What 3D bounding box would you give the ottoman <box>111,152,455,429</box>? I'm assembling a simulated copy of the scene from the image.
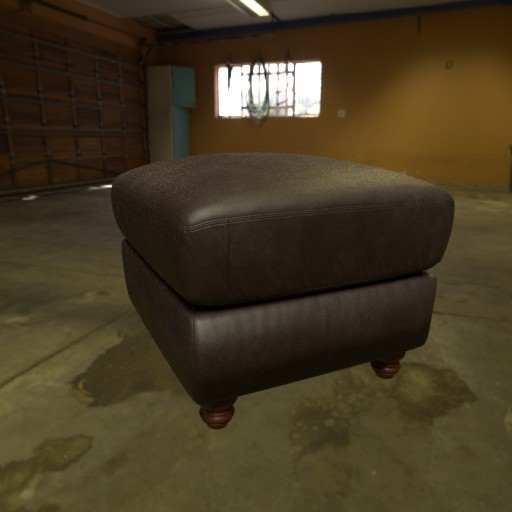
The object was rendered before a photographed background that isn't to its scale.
[{"bbox_3d":[0.000,0.000,1.261,0.670,0.569,0.806,-7,16,-25],"label":"ottoman"}]
